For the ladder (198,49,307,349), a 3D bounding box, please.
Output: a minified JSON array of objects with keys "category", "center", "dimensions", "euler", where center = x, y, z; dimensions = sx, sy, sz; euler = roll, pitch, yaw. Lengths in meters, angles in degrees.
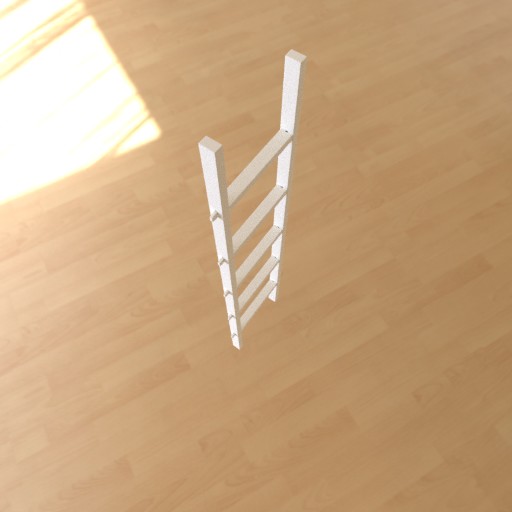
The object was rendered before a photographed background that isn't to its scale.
[{"category":"ladder","center":[0.000,0.000,1.925],"dimensions":[0.051,1.797,0.452],"euler":[33,68,15]}]
